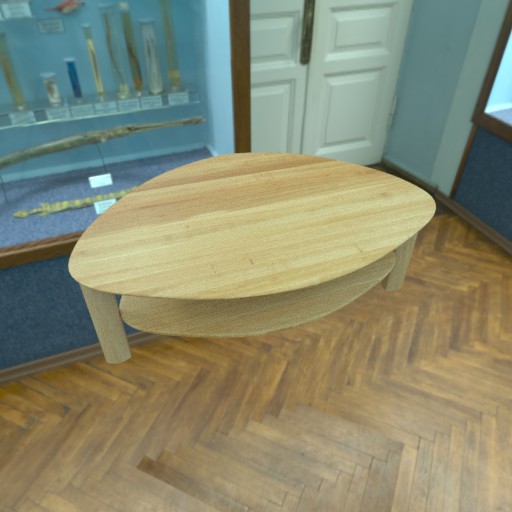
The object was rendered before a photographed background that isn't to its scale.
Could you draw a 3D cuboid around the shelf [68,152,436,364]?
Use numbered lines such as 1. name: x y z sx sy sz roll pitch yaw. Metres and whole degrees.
1. shelf: 0.000 0.000 1.682 1.246 0.440 0.845 -12 41 -14
